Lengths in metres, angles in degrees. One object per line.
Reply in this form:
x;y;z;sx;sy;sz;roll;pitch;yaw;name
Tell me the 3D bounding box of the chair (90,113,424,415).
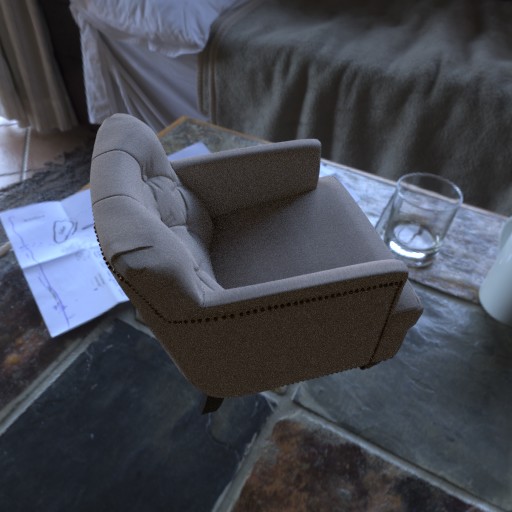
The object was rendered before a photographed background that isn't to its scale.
0.000;0.000;1.510;0.902;0.823;0.737;-11;46;-11;chair
